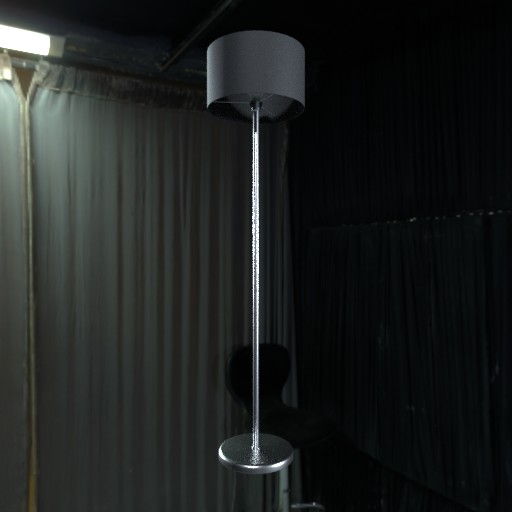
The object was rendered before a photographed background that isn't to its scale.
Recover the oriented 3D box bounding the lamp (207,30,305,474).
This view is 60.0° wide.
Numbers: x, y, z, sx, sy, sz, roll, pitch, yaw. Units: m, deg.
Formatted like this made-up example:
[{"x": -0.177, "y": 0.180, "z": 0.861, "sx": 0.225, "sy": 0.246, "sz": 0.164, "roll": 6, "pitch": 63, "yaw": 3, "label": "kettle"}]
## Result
[{"x": 0.000, "y": 0.000, "z": 1.596, "sx": 0.348, "sy": 1.443, "sz": 0.348, "roll": 0, "pitch": 1, "yaw": -34, "label": "lamp"}]
